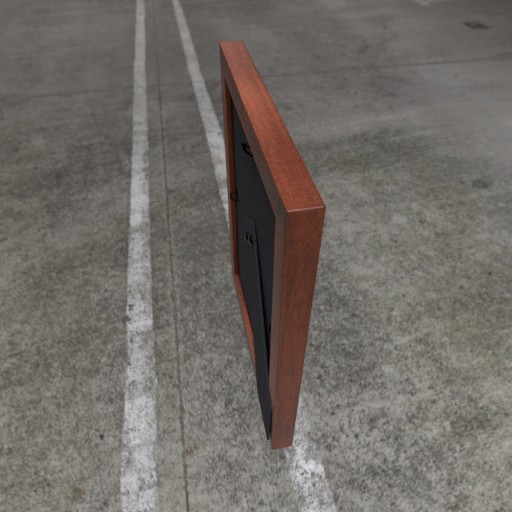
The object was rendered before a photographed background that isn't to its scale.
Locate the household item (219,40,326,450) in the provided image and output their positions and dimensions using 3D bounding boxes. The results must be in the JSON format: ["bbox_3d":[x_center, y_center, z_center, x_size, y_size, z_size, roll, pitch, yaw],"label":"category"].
[{"bbox_3d":[0.000,0.000,0.345,0.020,0.250,0.200,-8,45,-8],"label":"household item"}]
